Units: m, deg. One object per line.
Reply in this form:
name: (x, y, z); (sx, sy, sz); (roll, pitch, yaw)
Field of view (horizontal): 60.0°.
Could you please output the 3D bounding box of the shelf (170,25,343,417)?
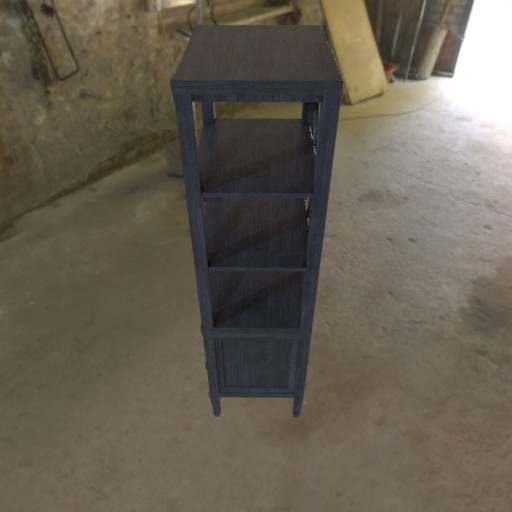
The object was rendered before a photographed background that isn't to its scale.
shelf: (0.000, 0.000, 1.963); (0.472, 1.727, 0.584); (0, 40, 0)
